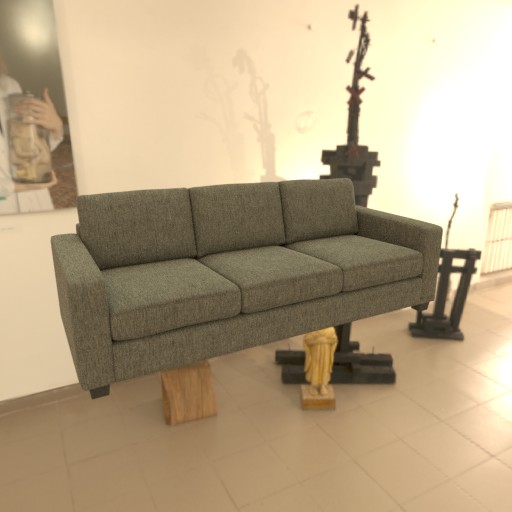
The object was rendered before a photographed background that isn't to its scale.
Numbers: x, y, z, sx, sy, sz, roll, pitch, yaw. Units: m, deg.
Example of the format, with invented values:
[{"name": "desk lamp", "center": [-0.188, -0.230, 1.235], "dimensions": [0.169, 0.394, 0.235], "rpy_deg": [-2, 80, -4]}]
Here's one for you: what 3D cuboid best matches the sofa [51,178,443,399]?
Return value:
[{"name": "sofa", "center": [0.000, 0.000, 2.647], "dimensions": [2.160, 0.800, 0.900], "rpy_deg": [-9, 19, -27]}]
